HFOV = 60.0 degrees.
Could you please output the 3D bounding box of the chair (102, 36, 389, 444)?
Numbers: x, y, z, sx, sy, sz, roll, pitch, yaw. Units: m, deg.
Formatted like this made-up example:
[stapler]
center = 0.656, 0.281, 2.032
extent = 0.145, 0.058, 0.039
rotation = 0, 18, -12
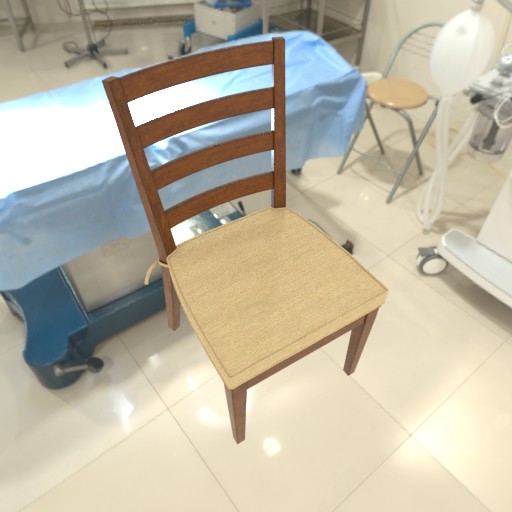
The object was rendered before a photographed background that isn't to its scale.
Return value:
[chair]
center = 0.000, 0.000, 1.307
extent = 0.593, 0.979, 0.595
rotation = -24, 51, -21
